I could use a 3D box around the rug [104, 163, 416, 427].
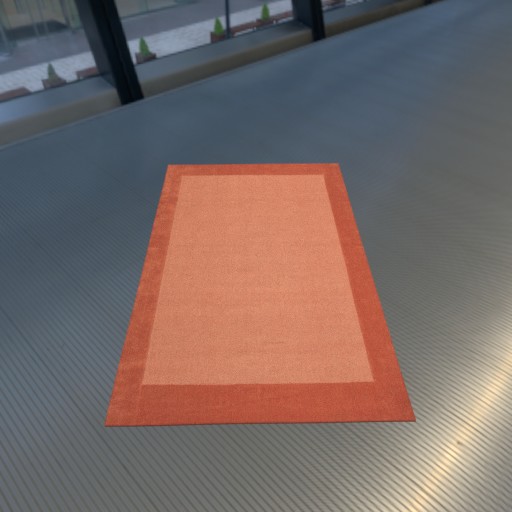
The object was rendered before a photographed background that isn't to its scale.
[{"bbox_3d":[0.000,0.000,3.062,1.524,0.014,2.438,-1,42,-1],"label":"rug"}]
